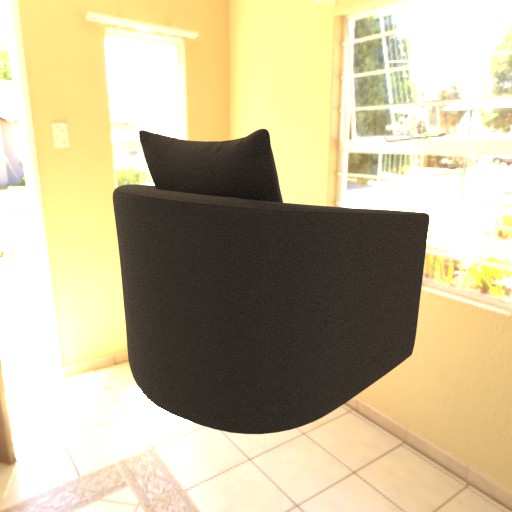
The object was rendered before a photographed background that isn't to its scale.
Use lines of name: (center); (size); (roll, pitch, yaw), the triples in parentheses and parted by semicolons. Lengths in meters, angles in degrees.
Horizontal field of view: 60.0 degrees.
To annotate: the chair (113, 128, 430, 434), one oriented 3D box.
chair: (0.000, 0.000, 1.554); (0.845, 0.848, 0.910); (14, 20, 43)
